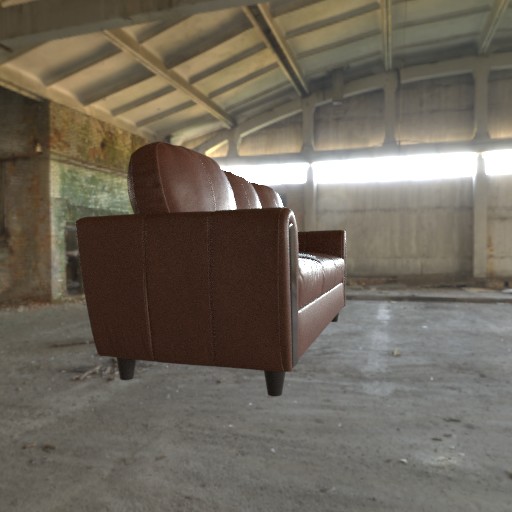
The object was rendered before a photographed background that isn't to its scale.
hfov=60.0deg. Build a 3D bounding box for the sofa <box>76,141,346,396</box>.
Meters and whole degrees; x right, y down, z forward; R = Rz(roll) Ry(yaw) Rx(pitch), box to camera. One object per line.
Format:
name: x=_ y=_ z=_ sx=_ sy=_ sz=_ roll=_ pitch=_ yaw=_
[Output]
sofa: x=0.000 y=0.000 z=2.355 sx=0.802 sy=0.915 sz=1.862 roll=0 pitch=1 yaw=17
